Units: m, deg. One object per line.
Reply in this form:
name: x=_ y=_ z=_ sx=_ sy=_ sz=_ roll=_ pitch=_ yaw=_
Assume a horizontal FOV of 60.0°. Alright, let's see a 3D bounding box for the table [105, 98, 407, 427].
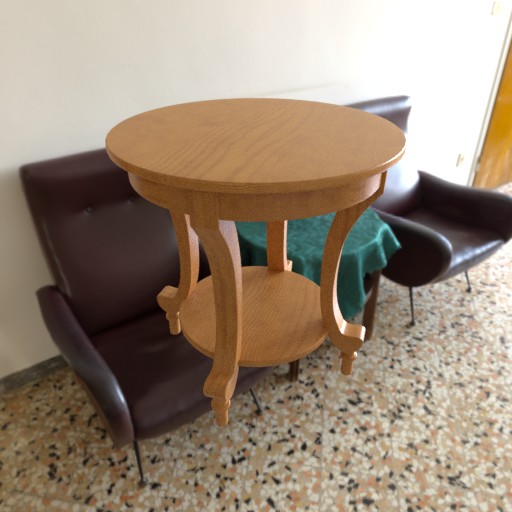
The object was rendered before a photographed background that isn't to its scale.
table: x=0.000 y=0.000 z=1.070 sx=0.597 sy=0.612 sz=0.597 roll=0 pitch=31 yaw=0
